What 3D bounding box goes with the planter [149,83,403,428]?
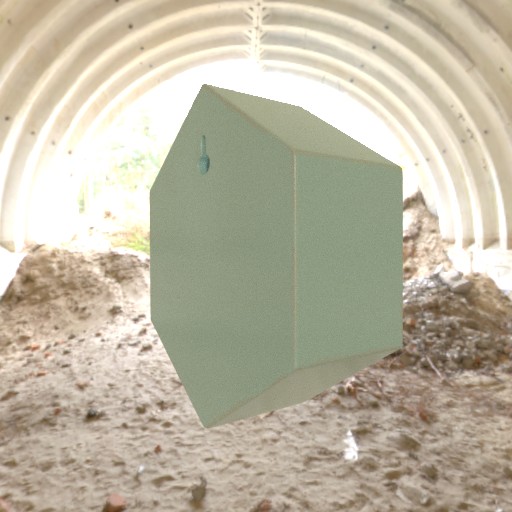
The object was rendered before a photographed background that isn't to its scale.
[{"bbox_3d":[0.000,0.000,0.287,0.078,0.207,0.169,-1,1,-35],"label":"planter"}]
